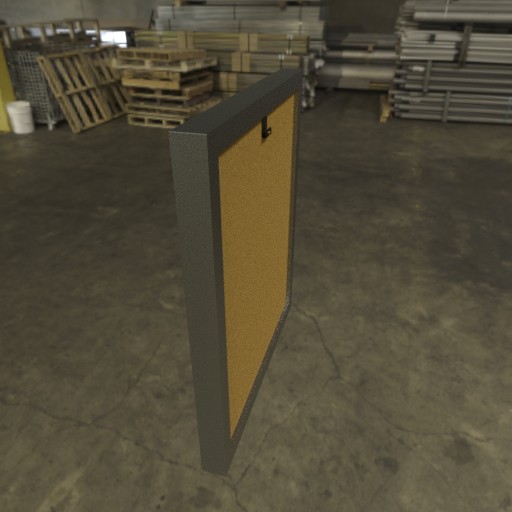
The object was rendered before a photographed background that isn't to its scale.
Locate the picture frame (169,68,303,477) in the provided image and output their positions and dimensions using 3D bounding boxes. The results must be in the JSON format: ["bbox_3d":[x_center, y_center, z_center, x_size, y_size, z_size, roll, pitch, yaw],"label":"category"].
[{"bbox_3d":[0.000,0.000,1.365,0.073,0.968,0.839,9,31,14],"label":"picture frame"}]
